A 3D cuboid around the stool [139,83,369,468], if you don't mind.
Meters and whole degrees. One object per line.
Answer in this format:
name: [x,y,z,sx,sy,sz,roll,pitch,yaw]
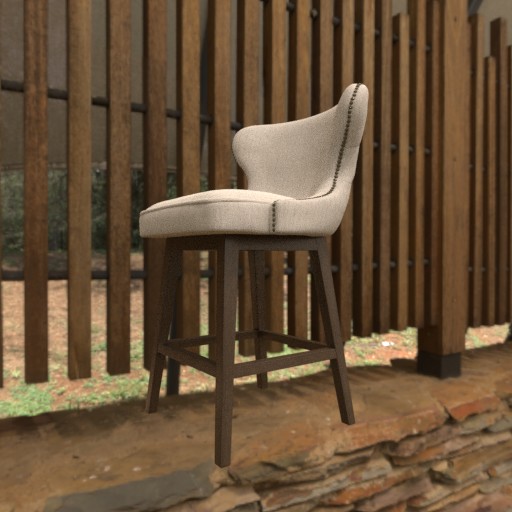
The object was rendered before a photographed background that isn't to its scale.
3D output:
stool: [0.000,0.000,1.351,0.597,0.972,0.615,0,0,-36]
